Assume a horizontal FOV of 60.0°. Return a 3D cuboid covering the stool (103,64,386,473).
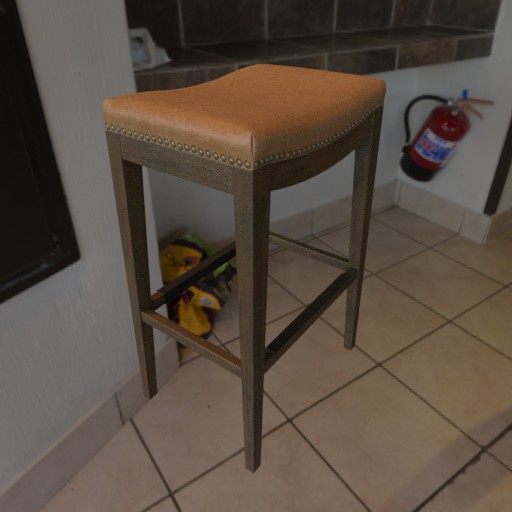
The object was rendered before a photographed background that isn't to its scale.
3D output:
[{"bbox_3d":[0.000,0.000,1.037,0.361,0.759,0.500,22,38,30],"label":"stool"}]
